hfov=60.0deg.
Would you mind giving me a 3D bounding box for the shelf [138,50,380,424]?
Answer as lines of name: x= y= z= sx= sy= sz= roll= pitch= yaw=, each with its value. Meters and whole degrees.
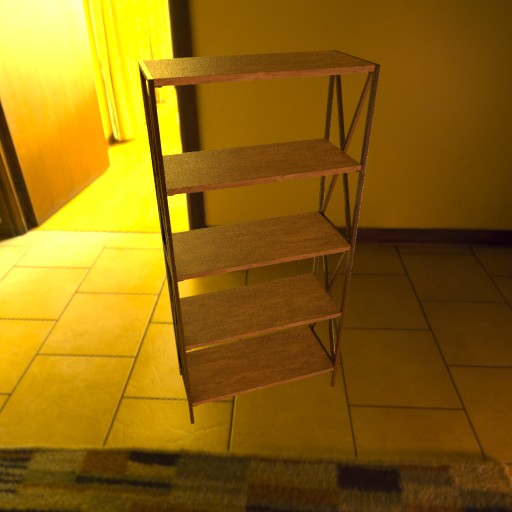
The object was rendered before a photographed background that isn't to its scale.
shelf: x=0.000 y=0.000 z=2.224 sx=0.874 sy=1.803 sz=0.386 roll=-10 pitch=34 yaw=-15
